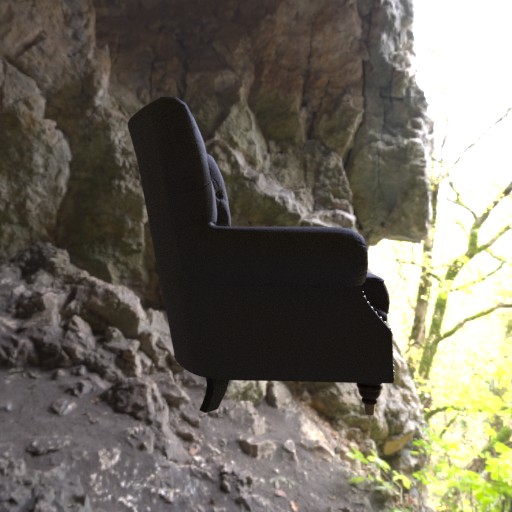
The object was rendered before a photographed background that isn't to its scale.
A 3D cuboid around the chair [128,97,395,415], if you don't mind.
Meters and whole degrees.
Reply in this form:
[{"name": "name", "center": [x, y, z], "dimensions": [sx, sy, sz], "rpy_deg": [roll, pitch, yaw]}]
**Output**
[{"name": "chair", "center": [0.000, 0.000, 1.796], "dimensions": [0.983, 1.046, 0.983], "rpy_deg": [0, 1, 1]}]
